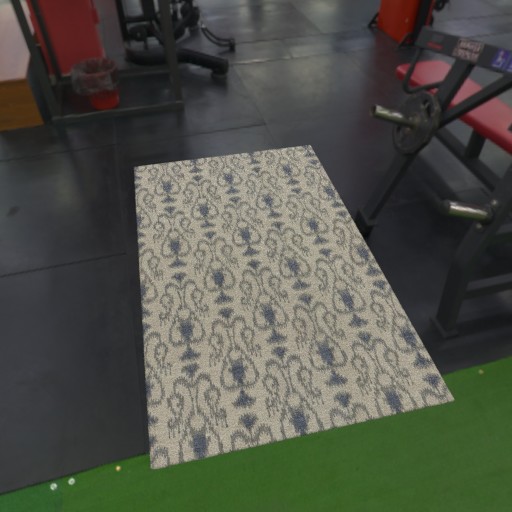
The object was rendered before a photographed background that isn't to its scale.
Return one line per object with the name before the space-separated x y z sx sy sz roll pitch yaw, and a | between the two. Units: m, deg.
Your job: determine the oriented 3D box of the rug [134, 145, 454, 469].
rug | 0.000 0.000 2.004 1.035 0.006 1.652 -9 47 -9
